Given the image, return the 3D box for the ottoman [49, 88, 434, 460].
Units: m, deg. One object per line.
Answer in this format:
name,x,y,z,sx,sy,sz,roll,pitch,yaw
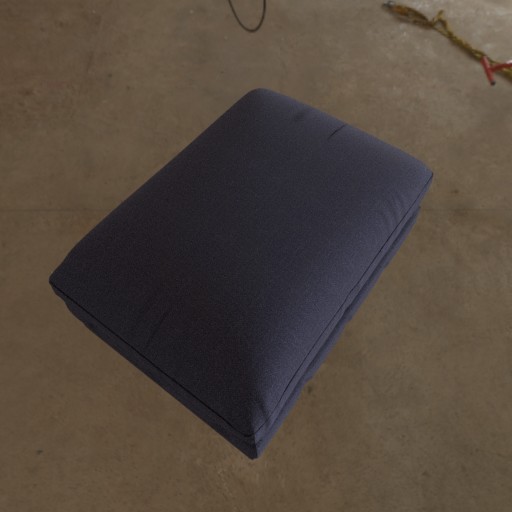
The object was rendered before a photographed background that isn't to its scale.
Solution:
ottoman,0.000,0.000,1.119,0.558,0.486,0.767,32,63,18
